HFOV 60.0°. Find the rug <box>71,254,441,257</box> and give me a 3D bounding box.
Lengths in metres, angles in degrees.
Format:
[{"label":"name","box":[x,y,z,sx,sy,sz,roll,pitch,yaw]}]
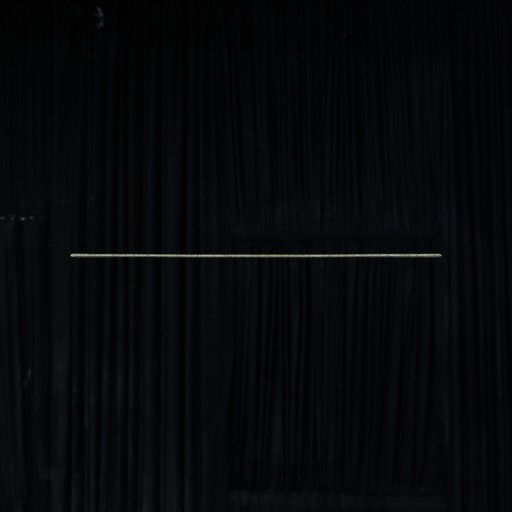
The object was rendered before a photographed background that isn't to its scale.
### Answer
[{"label":"rug","box":[0.000,0.000,2.225,1.143,0.010,1.758,0,0,0]}]
